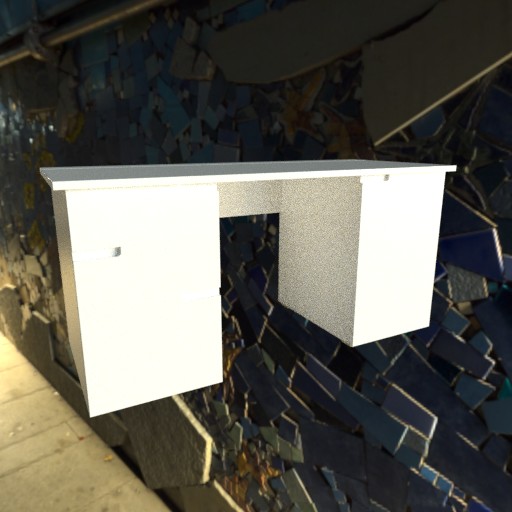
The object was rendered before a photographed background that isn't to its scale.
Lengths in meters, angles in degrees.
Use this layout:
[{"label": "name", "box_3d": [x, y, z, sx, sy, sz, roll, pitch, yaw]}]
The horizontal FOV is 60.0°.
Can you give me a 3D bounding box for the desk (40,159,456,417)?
[{"label": "desk", "box_3d": [0.000, 0.000, 1.918, 1.580, 0.760, 0.670, -8, 17, -27]}]
